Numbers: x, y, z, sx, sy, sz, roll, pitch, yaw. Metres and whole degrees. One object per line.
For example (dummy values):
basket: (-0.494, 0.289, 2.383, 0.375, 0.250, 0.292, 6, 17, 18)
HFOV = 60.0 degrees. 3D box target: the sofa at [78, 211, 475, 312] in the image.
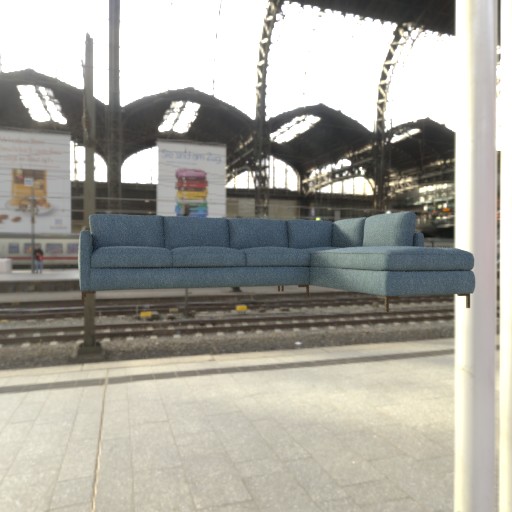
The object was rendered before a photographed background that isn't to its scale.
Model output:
sofa: (0.000, 0.000, 3.890, 2.949, 0.815, 2.007, 0, 0, -19)
